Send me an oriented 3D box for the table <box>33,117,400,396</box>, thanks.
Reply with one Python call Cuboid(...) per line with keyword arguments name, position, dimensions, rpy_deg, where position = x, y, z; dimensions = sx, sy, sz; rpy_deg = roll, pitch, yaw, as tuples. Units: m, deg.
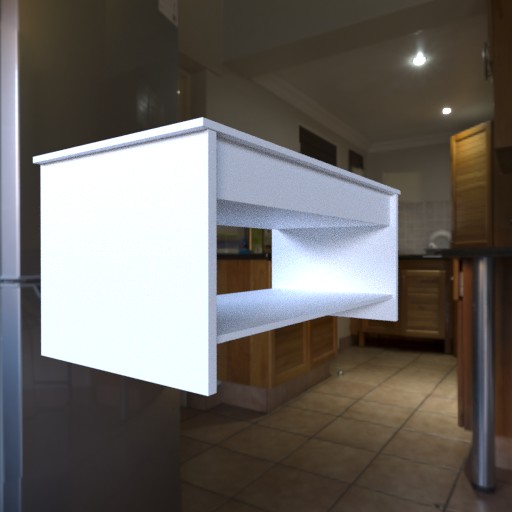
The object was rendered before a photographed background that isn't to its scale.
Cuboid(name="table", position=(0.000, 0.000, 1.244), dimensions=(0.500, 0.441, 1.000), rpy_deg=(0, 0, 35))
